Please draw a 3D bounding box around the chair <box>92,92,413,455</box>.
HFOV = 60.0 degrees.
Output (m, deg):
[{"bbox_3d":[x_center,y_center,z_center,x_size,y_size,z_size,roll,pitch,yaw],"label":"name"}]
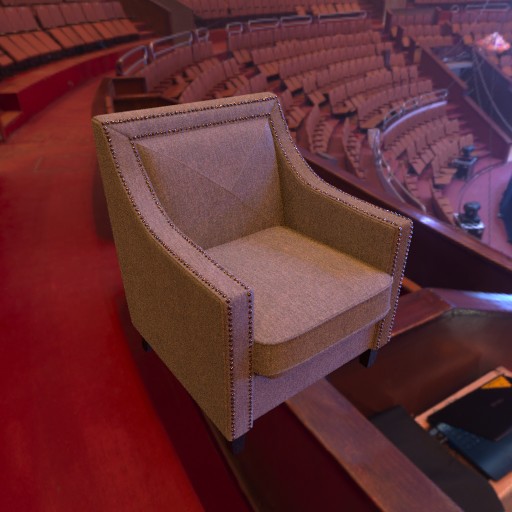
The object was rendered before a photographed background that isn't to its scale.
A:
[{"bbox_3d":[0.000,0.000,1.634,0.776,0.967,0.884,-21,36,-32],"label":"chair"}]
